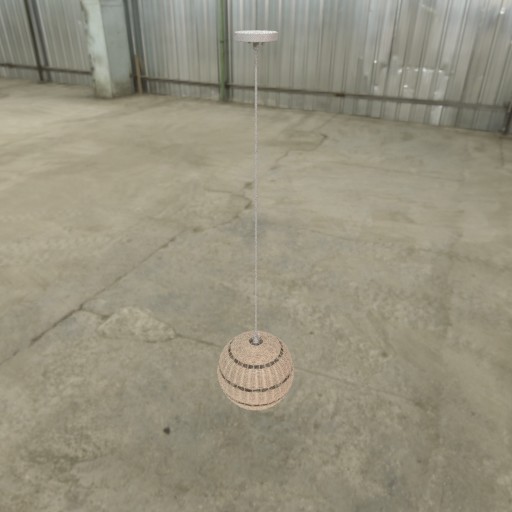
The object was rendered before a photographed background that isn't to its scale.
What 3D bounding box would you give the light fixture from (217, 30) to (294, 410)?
[{"bbox_3d":[0.000,0.000,2.234,0.457,2.019,0.457,-21,37,-31],"label":"light fixture"}]
